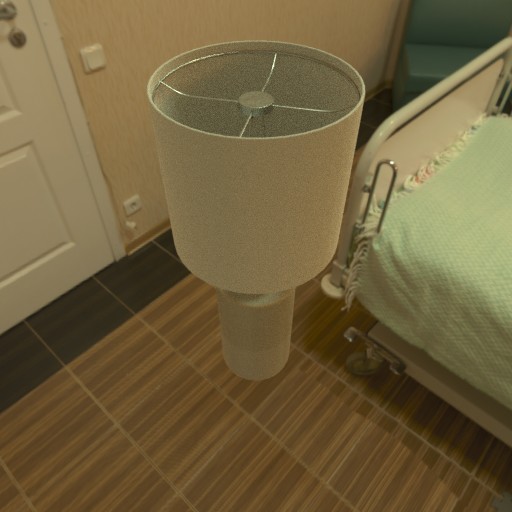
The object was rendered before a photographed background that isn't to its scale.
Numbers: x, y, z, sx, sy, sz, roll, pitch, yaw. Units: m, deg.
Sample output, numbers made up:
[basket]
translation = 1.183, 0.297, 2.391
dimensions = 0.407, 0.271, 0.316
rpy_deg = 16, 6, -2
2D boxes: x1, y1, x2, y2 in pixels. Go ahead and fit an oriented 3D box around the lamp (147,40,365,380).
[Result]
[lamp]
translation = 0.000, 0.000, 0.612
dimensions = 0.212, 0.493, 0.212
rpy_deg = 10, 47, 9
